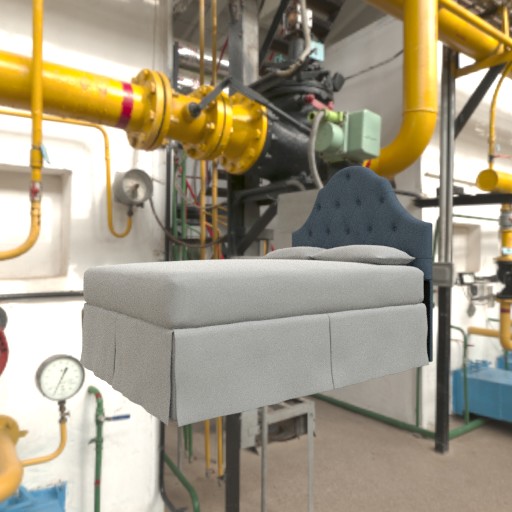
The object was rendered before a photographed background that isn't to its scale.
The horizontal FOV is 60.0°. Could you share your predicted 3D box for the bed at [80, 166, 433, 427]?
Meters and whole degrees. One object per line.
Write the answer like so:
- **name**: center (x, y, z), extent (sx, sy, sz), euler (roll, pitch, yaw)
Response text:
- **bed**: center (0.000, 0.000, 3.285), extent (2.155, 1.575, 1.636), euler (0, 0, -36)
